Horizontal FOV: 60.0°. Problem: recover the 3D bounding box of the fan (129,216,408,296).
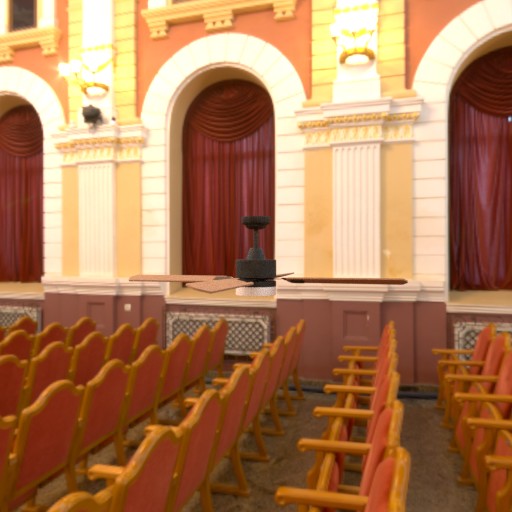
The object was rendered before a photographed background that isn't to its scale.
[{"bbox_3d":[0.000,0.000,2.036,1.320,0.355,1.320,0,0,17],"label":"fan"}]
